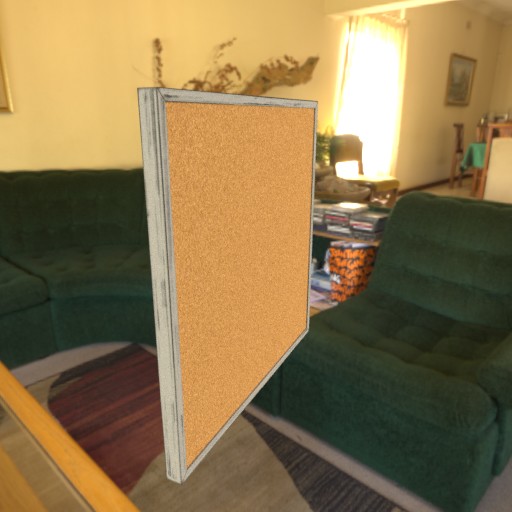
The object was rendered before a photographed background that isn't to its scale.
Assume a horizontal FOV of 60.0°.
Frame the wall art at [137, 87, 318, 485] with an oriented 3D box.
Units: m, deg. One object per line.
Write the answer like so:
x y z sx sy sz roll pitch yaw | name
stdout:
0.000 0.000 1.123 0.037 0.761 0.761 8 19 25 | wall art
